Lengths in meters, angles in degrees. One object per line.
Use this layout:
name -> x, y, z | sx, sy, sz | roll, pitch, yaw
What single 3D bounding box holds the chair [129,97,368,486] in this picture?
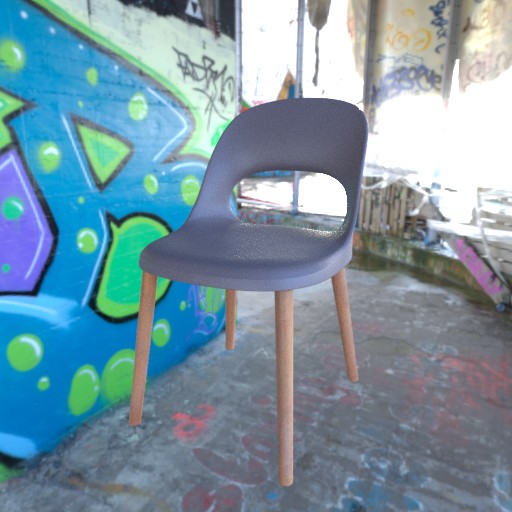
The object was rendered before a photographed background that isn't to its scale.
chair -> 0.000, 0.000, 1.118 | 0.470, 0.795, 0.556 | 8, 17, 27
